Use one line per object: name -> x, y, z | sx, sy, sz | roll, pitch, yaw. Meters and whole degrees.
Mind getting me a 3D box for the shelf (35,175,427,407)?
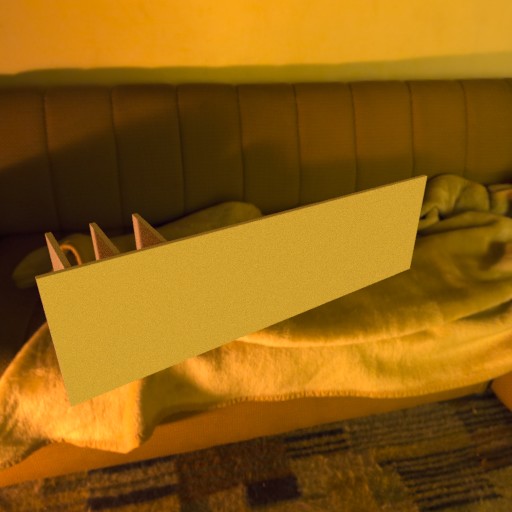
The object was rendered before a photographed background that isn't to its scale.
shelf -> 0.000, 0.000, 1.140 | 1.020, 0.300, 0.200 | -17, 33, -29
